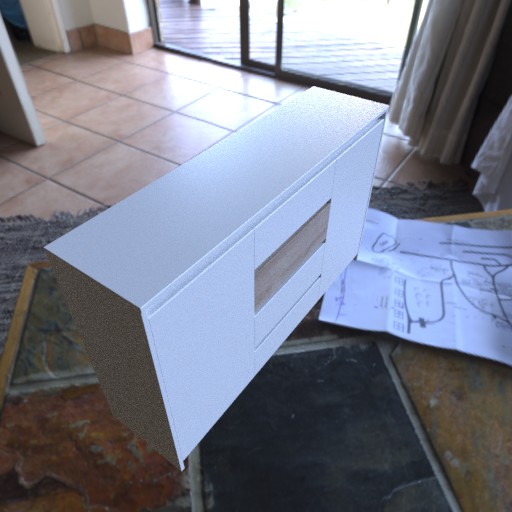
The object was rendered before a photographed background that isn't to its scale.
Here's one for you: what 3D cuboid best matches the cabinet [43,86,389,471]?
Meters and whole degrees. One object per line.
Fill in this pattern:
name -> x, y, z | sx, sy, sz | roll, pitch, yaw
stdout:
cabinet -> 0.000, 0.000, 1.860 | 0.380, 0.900, 1.450 | 26, 47, 26
